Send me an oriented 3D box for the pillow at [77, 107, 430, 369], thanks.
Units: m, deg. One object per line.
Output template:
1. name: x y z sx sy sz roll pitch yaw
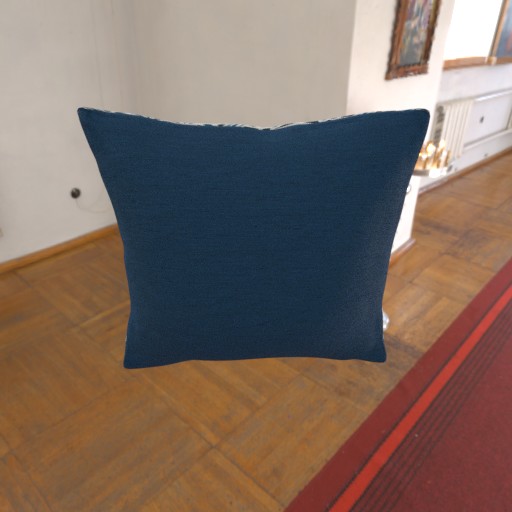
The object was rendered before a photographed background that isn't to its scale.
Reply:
1. pillow: 0.000 0.000 0.644 0.440 0.420 0.145 -1 30 -2
